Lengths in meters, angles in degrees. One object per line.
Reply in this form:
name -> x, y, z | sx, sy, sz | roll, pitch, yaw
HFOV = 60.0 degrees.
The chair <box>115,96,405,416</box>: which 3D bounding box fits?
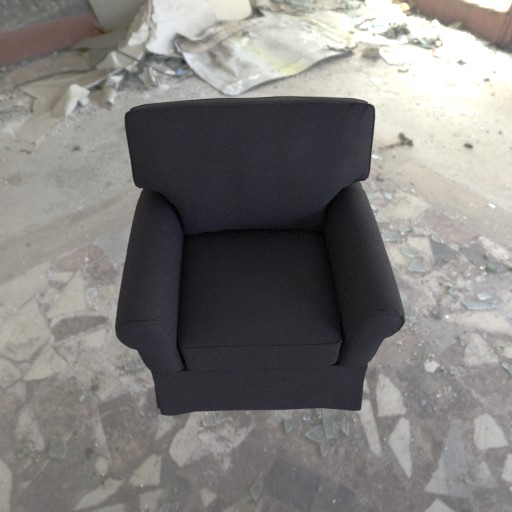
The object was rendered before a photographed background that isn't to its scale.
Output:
chair -> 0.000, 0.000, 1.978 | 1.119, 1.140, 1.002 | -2, 47, -2
